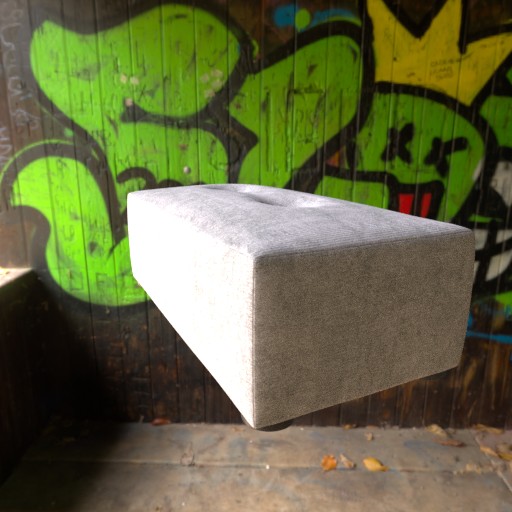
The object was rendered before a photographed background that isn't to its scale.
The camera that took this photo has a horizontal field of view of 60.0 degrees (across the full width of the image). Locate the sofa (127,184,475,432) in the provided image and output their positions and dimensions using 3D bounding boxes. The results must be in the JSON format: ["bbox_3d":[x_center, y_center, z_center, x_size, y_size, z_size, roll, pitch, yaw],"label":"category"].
[{"bbox_3d":[0.000,0.000,1.140,0.480,0.330,0.930,-7,16,-26],"label":"sofa"}]
